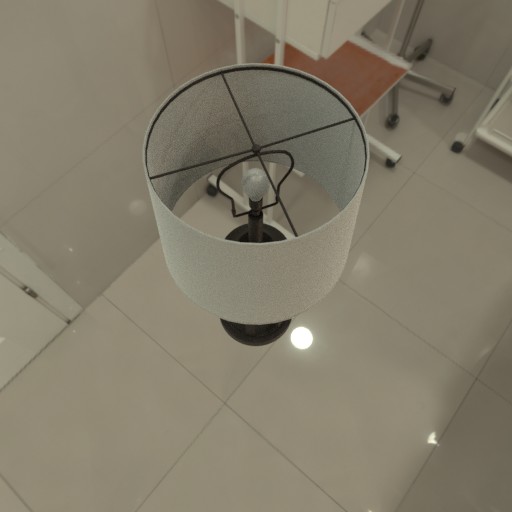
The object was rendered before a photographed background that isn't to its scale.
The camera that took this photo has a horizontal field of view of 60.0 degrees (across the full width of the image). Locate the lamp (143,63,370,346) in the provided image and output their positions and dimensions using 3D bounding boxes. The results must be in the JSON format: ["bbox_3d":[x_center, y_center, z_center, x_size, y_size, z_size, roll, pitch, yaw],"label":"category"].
[{"bbox_3d":[0.000,0.000,0.661,0.251,0.509,0.251,0,65,0],"label":"lamp"}]
